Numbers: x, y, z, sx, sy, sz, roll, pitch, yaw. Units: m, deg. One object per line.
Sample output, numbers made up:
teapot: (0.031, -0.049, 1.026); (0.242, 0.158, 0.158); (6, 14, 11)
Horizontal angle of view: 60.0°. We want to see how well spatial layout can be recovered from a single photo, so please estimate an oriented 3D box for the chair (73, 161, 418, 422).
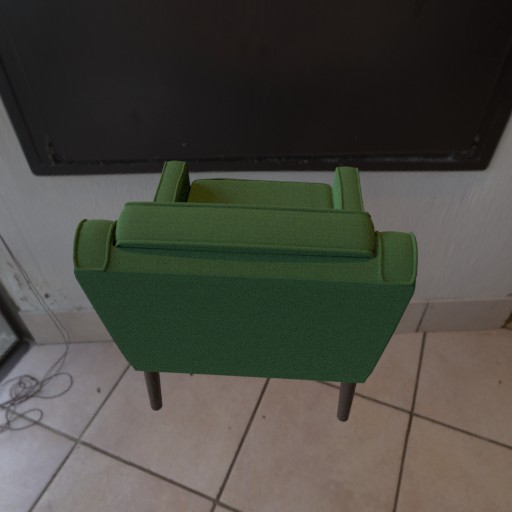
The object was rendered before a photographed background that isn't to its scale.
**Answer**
chair: (0.000, 0.000, 1.305); (0.663, 0.792, 0.743); (2, 45, 2)
